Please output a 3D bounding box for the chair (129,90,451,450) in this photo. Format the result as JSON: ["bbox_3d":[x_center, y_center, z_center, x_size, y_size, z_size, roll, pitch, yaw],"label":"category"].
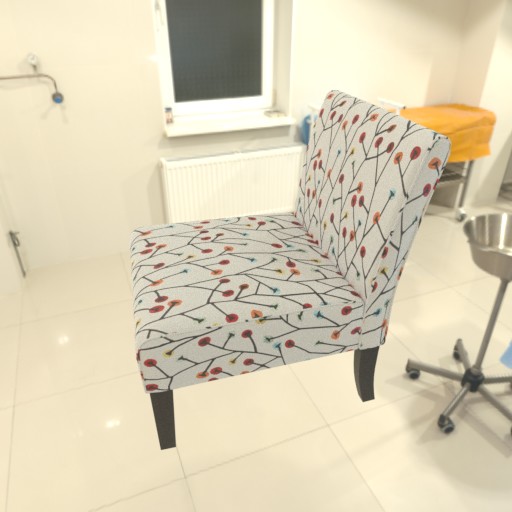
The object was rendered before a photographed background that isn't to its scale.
[{"bbox_3d":[0.000,0.000,1.312,0.732,0.813,0.597,-8,31,-13],"label":"chair"}]
